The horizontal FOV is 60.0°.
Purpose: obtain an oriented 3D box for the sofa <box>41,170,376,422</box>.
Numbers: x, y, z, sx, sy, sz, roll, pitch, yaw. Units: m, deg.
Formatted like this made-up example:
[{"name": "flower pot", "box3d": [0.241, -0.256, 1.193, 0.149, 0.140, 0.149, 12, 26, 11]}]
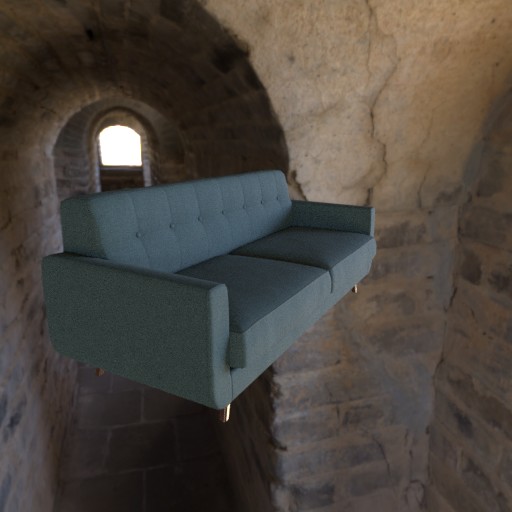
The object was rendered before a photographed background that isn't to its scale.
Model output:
[{"name": "sofa", "box3d": [0.000, 0.000, 2.491, 0.909, 0.841, 2.029, 8, 17, 28]}]
